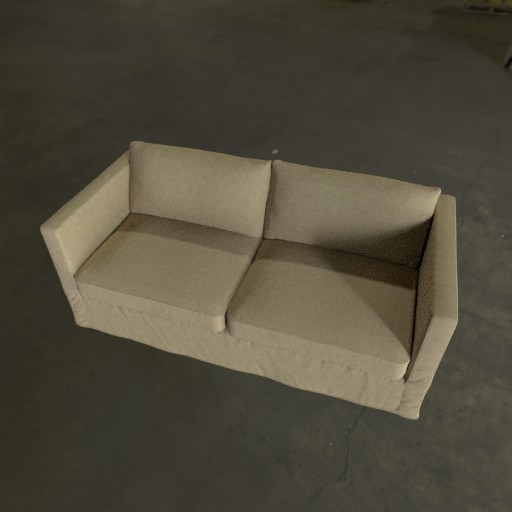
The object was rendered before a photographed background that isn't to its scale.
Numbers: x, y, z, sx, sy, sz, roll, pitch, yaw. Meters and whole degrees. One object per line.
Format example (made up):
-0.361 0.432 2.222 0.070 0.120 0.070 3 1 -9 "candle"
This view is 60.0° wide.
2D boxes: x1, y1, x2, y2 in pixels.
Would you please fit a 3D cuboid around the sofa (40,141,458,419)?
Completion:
0.000 0.000 2.422 1.959 0.835 0.962 12 42 14 "sofa"
